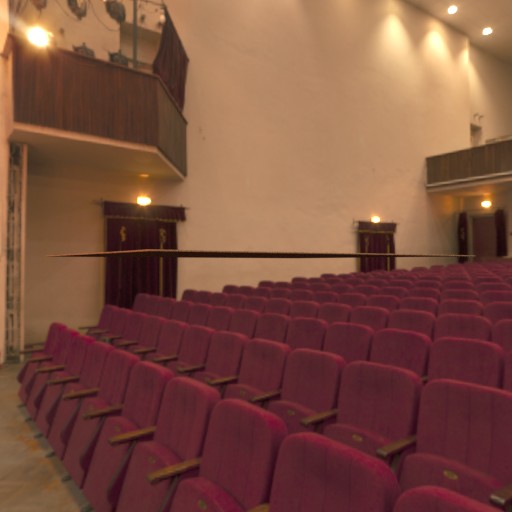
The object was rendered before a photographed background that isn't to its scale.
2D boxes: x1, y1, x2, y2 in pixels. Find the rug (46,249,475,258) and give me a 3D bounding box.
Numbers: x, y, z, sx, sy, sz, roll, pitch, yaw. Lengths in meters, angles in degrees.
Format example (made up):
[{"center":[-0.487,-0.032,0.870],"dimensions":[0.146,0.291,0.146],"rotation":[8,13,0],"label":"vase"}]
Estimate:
[{"center":[0.000,0.000,3.993],"dimensions":[3.036,0.008,2.440],"rotation":[1,-1,-36],"label":"rug"}]
